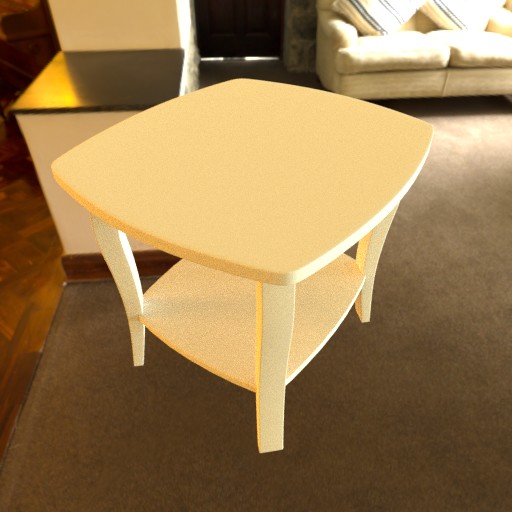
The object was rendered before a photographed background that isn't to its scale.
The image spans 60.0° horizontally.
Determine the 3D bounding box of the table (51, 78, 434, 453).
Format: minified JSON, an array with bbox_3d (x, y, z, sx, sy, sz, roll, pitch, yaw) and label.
[{"bbox_3d":[0.000,0.000,0.797,0.451,0.438,0.502,24,46,26],"label":"table"}]
